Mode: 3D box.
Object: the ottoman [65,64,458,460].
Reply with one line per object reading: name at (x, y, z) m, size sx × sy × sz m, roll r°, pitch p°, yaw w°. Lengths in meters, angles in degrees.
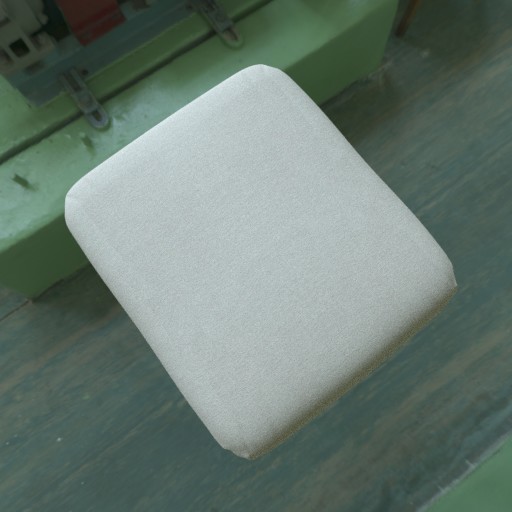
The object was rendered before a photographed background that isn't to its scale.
ottoman at (0.000, 0.000, 1.127) m, size 0.639 × 0.450 × 0.746 m, roll -37°, pitch 80°, yaw -8°
